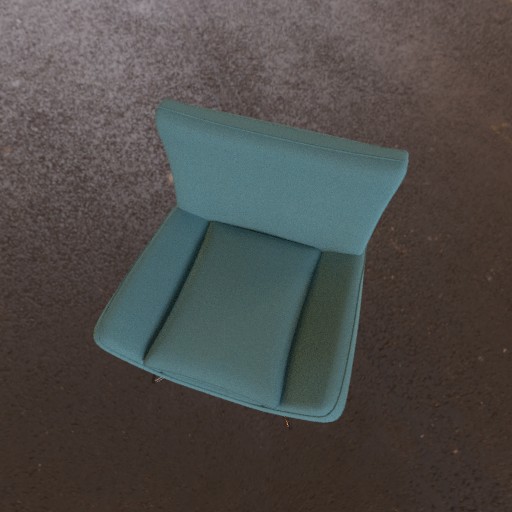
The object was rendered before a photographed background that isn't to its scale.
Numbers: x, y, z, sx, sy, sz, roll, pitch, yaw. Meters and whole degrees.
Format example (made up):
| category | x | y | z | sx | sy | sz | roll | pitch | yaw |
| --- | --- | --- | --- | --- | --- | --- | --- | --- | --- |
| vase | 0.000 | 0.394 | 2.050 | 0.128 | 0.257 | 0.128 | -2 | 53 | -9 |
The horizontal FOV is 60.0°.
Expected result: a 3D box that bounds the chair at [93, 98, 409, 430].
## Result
| category | x | y | z | sx | sy | sz | roll | pitch | yaw |
| --- | --- | --- | --- | --- | --- | --- | --- | --- | --- |
| chair | 0.000 | 0.000 | 1.658 | 0.859 | 0.855 | 1.008 | 15 | 59 | 10 |
